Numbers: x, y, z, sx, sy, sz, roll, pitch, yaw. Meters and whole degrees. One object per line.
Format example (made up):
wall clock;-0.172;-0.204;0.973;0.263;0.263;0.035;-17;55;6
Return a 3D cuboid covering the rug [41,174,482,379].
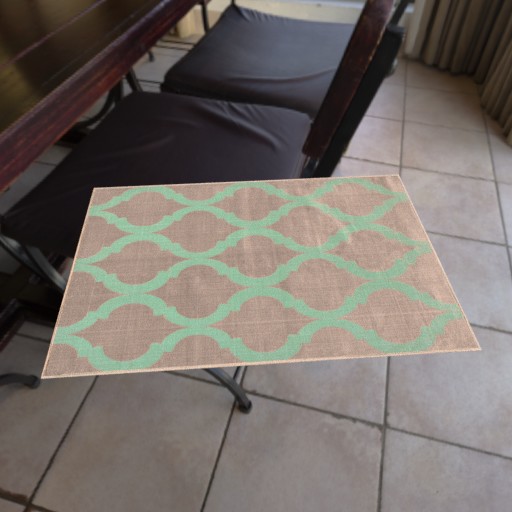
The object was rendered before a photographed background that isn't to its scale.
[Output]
rug;0.000;0.000;2.807;2.286;0.006;1.524;-3;47;-3
